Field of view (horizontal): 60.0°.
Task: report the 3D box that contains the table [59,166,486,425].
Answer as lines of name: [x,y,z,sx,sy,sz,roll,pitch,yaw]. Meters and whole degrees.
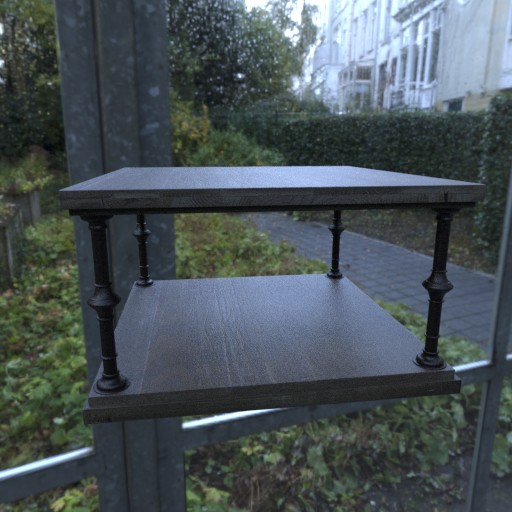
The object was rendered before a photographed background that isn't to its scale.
table: [0.000,0.000,1.093,0.696,0.400,0.696,-2,14,-8]
